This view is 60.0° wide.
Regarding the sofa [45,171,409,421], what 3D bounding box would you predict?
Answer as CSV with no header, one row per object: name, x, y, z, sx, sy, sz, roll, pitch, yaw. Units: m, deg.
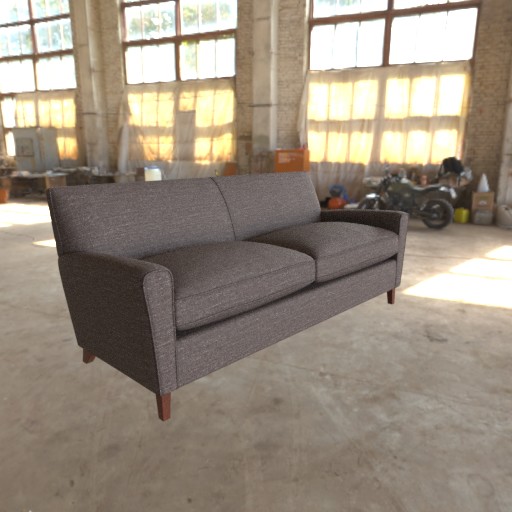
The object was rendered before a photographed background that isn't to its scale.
sofa,0.000,0.000,2.512,0.875,0.846,1.976,13,19,43
